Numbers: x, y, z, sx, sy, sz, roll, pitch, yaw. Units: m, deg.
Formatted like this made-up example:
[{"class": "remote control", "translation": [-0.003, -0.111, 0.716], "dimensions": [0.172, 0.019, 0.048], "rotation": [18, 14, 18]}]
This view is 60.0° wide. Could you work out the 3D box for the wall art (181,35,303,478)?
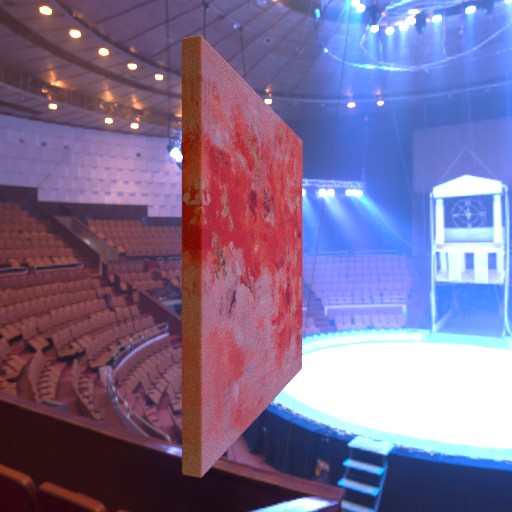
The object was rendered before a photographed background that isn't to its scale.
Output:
[{"class": "wall art", "translation": [0.000, 0.000, 1.105], "dimensions": [0.064, 0.746, 0.747], "rotation": [0, 0, 19]}]
